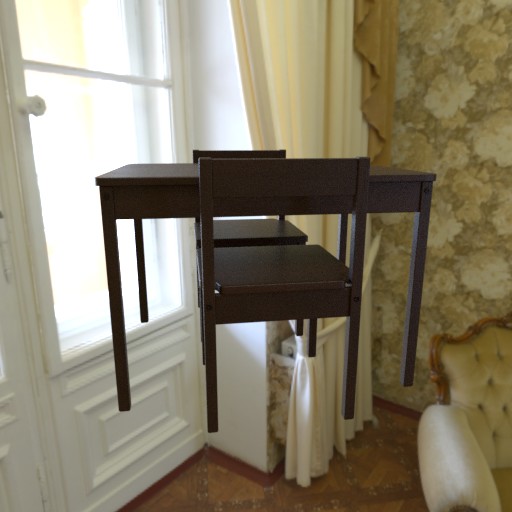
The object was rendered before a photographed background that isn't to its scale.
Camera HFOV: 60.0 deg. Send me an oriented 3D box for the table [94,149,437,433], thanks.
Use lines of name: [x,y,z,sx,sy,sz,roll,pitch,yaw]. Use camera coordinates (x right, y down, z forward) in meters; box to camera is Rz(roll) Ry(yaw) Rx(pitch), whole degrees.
table: [0.000,0.000,1.104,0.650,0.503,0.672,-2,15,-8]
